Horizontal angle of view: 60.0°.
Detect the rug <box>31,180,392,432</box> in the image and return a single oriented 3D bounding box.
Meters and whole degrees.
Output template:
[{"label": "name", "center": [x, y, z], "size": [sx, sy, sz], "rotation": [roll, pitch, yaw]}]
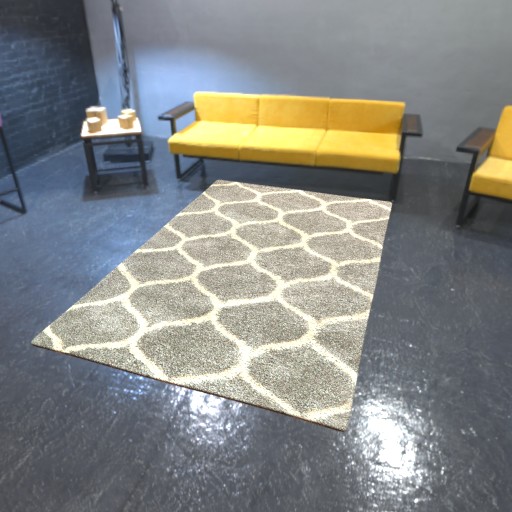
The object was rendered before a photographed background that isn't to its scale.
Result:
[{"label": "rug", "center": [0.000, 0.000, 3.360], "size": [1.801, 0.026, 2.701], "rotation": [10, 32, 16]}]
